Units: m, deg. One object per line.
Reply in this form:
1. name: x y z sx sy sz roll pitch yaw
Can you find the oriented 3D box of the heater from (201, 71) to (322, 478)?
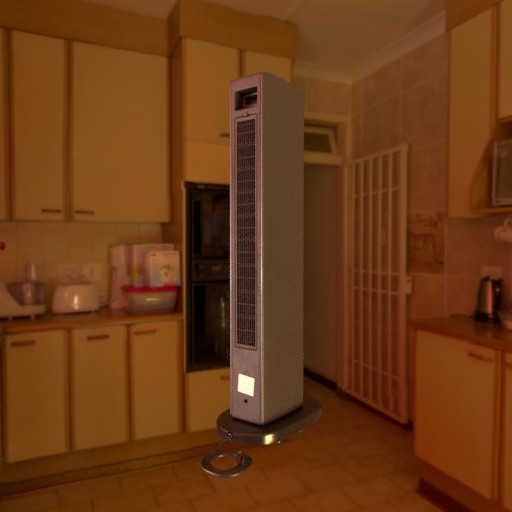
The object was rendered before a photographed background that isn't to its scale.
1. heater: 0.000 0.000 1.067 0.214 0.856 0.458 1 2 36
